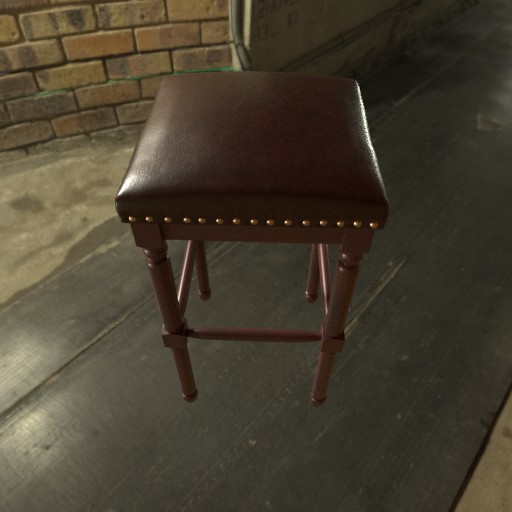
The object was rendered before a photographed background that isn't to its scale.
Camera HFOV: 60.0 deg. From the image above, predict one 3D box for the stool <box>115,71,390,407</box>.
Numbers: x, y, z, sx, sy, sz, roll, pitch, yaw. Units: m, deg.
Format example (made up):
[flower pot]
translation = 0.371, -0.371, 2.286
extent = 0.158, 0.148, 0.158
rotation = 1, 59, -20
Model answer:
[stool]
translation = 0.000, 0.000, 0.951
extent = 0.383, 0.702, 0.382
rotation = 2, 47, 1
